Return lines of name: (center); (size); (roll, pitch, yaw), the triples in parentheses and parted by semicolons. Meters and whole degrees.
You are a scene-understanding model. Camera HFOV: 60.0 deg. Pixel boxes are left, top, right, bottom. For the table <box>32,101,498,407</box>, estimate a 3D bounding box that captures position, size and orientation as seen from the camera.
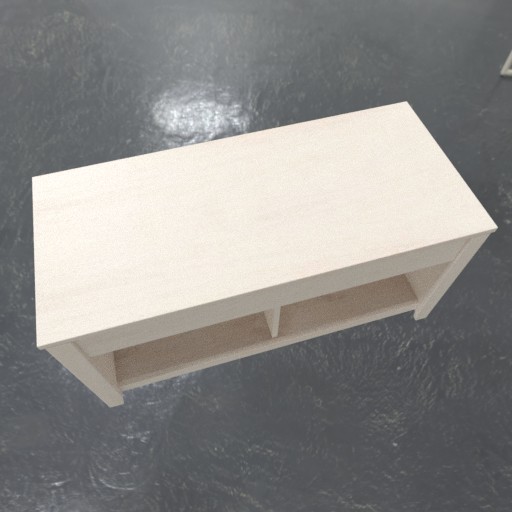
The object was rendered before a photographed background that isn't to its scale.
table: (0.000, 0.000, 1.254); (1.016, 0.483, 0.457); (-14, 59, -9)
